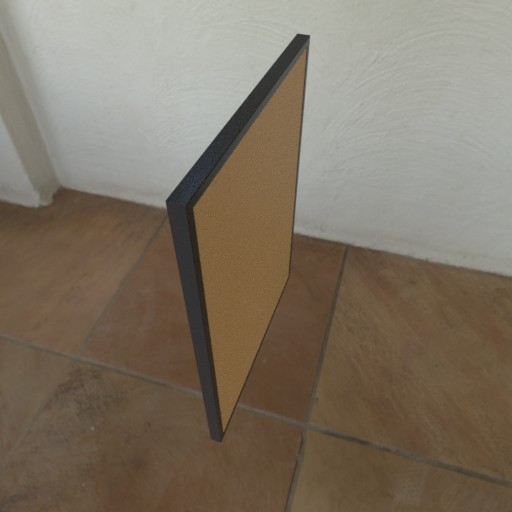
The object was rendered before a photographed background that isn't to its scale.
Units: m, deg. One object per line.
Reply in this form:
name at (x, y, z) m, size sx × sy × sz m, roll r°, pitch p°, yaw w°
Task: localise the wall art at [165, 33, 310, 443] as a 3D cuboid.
wall art at (0.000, 0.000, 1.404) m, size 0.039 × 1.061 × 0.804 m, roll 15°, pitch 48°, yaw 14°
